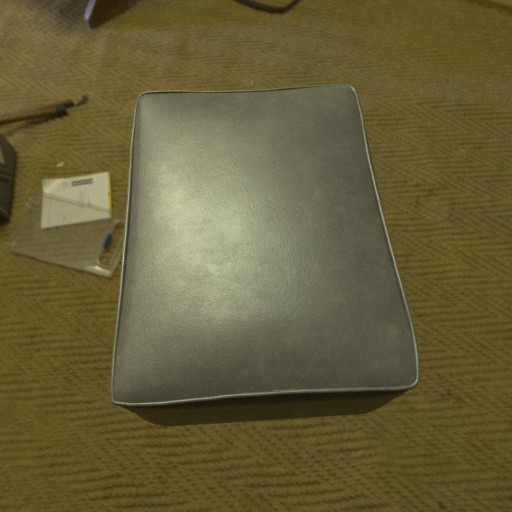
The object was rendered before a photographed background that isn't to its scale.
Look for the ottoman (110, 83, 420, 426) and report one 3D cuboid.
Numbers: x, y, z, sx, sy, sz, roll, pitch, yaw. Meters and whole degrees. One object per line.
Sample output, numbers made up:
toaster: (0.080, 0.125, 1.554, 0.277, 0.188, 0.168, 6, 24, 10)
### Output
ottoman: (0.000, 0.000, 1.093, 0.554, 0.445, 0.756, -3, 63, -2)
